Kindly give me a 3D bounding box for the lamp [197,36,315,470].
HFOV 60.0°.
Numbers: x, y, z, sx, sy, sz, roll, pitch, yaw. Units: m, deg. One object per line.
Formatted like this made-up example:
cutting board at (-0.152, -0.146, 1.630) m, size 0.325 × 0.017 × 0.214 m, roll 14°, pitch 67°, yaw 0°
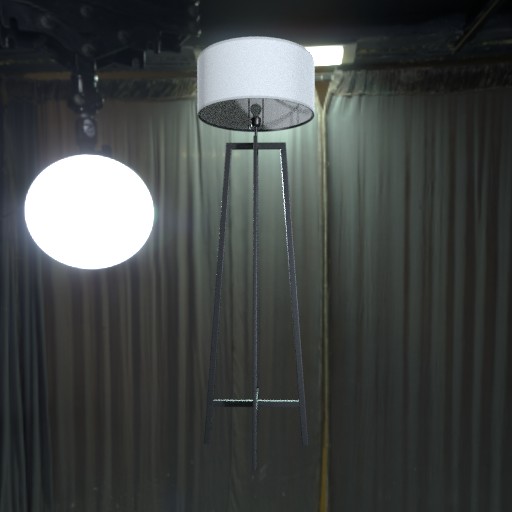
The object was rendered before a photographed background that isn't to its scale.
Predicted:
lamp at (0.000, 0.000, 1.761) m, size 0.457 × 1.510 × 0.456 m, roll 0°, pitch 1°, yaw 1°
